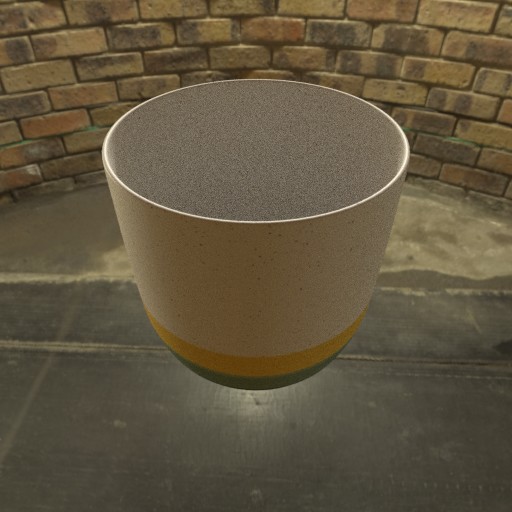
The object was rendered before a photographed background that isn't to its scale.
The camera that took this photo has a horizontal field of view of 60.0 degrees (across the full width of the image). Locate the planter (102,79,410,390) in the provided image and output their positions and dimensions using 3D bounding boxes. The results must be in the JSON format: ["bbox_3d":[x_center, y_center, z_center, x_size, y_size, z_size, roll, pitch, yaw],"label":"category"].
[{"bbox_3d":[0.000,0.000,0.359,0.195,0.214,0.195,0,42,0],"label":"planter"}]
